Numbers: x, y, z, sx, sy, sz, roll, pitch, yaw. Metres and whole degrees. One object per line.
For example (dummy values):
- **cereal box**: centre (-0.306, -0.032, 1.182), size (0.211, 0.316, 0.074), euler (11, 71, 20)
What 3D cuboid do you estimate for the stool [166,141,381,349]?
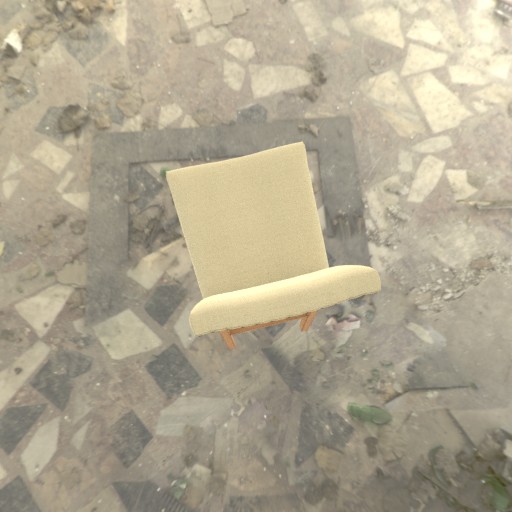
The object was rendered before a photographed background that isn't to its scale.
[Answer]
- **stool**: centre (0.000, 0.000, 1.443), size (0.428, 1.143, 0.546), euler (-13, 76, -3)
